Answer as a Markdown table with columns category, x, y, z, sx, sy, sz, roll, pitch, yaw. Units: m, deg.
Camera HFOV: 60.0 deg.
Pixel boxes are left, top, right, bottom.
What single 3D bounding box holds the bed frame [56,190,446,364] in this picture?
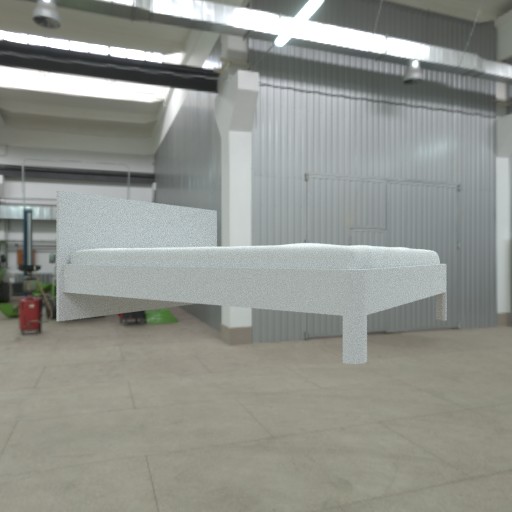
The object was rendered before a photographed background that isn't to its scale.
| category | x | y | z | sx | sy | sz | roll | pitch | yaw |
| --- | --- | --- | --- | --- | --- | --- | --- | --- | --- |
| bed frame | 0.000 | 0.000 | 2.770 | 1.950 | 0.800 | 1.490 | 0 | 0 | 35 |
